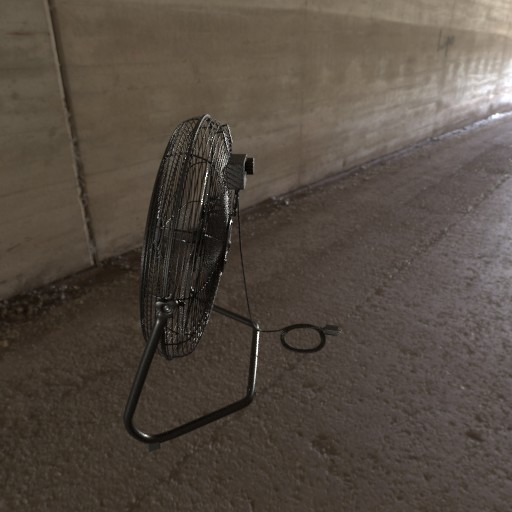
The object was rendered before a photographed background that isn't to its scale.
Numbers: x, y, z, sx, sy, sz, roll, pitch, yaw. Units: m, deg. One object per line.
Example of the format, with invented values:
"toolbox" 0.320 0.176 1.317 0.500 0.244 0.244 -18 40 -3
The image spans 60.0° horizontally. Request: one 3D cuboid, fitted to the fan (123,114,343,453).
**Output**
"fan" 0.000 0.000 0.992 0.470 0.605 0.595 1 26 2
